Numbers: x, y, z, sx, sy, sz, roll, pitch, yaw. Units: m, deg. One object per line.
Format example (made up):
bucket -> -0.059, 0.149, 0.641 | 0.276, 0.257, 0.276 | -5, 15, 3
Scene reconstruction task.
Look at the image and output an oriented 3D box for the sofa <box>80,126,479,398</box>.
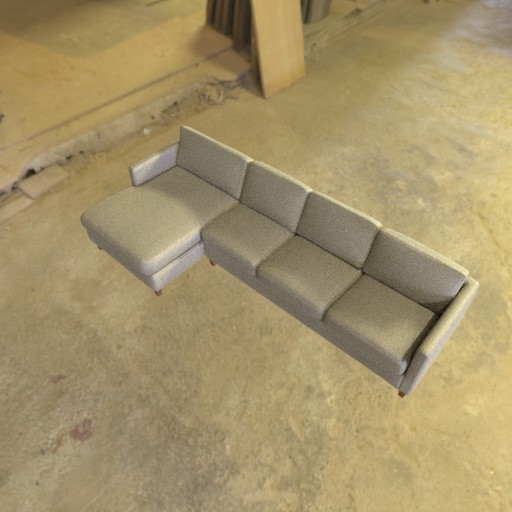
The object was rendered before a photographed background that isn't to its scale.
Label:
sofa -> 0.000, 0.000, 3.815 | 3.201, 0.876, 1.502 | 33, 54, 27
